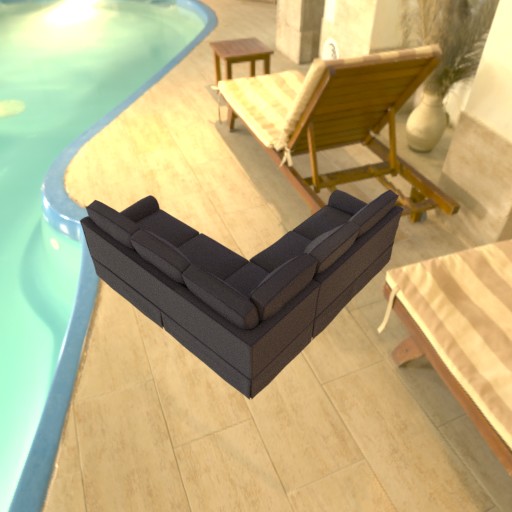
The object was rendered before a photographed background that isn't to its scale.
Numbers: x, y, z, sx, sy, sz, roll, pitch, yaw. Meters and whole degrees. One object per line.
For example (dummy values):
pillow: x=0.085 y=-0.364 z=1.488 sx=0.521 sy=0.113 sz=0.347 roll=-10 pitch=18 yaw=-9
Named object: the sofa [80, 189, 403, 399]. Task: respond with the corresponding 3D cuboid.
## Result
sofa: x=0.000 y=0.000 z=5.132 sx=3.773 sy=1.169 sz=2.874 roll=-11 pitch=43 yaw=-13
